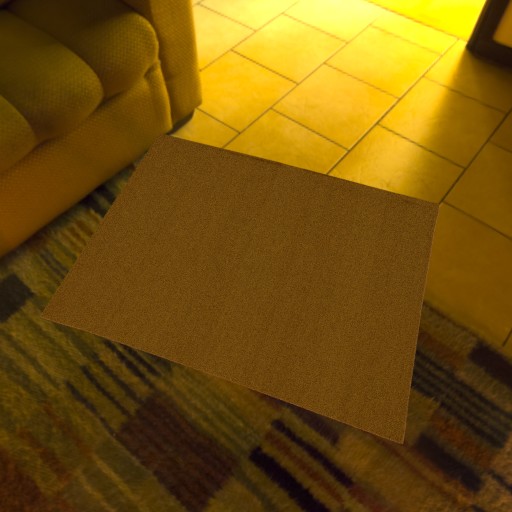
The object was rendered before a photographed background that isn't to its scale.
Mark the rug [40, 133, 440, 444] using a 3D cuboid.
[{"bbox_3d":[0.000,0.000,4.229,3.202,0.045,2.434,17,60,10],"label":"rug"}]
